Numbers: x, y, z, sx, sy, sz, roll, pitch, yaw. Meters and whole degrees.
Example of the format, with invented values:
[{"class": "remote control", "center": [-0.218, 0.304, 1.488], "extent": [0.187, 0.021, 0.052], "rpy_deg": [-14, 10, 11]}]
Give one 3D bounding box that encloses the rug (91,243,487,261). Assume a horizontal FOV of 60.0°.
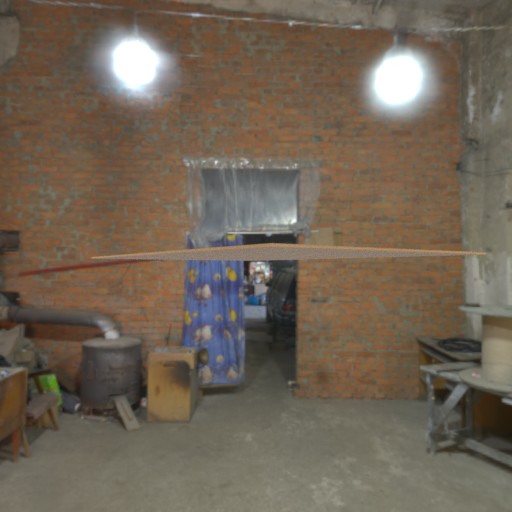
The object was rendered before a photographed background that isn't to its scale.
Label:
[{"class": "rug", "center": [0.000, 0.000, 2.955], "extent": [1.528, 0.014, 2.294], "rpy_deg": [1, -2, -36]}]
